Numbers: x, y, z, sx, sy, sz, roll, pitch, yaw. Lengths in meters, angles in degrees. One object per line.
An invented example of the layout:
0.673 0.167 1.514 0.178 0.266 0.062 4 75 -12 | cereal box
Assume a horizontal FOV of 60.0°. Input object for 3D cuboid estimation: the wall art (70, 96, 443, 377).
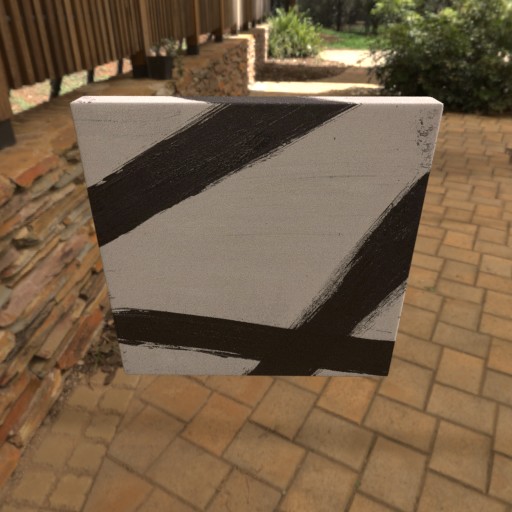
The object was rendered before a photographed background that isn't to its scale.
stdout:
0.000 0.000 0.747 0.507 0.508 0.050 0 30 1 | wall art
